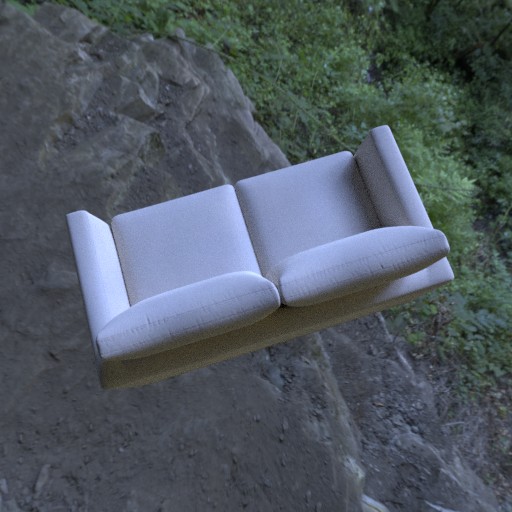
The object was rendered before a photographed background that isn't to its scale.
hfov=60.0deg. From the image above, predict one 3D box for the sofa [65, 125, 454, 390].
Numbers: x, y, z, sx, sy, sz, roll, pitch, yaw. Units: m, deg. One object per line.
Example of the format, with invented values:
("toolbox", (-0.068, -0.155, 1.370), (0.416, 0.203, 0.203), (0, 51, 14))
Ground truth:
("sofa", (0.000, 0.000, 2.357), (1.739, 0.995, 0.906), (-17, 75, -4))
